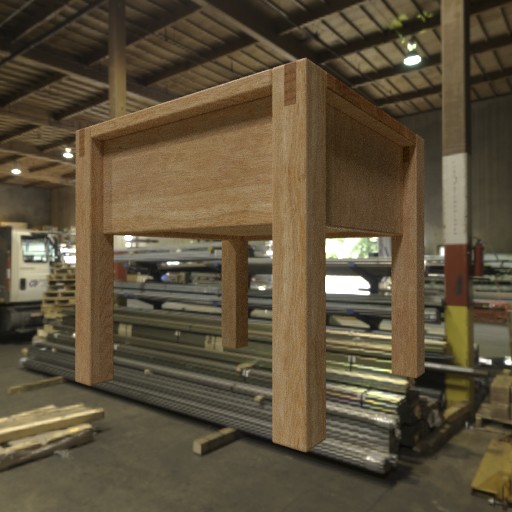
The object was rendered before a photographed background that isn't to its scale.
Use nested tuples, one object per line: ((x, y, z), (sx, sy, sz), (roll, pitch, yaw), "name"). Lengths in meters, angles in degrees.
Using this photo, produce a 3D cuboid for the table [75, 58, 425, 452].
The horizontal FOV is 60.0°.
((0.000, 0.000, 0.823), (0.480, 0.450, 0.440), (0, 0, 37), "table")
